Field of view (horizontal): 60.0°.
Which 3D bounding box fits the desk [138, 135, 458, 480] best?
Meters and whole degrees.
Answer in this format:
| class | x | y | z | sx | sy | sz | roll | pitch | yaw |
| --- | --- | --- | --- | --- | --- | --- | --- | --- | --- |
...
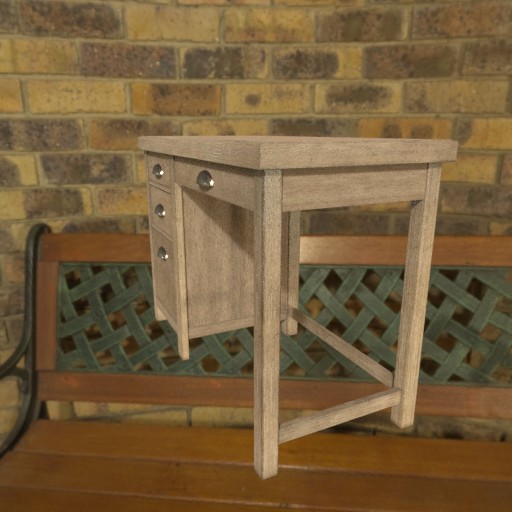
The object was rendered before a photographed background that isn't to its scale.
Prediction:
| class | x | y | z | sx | sy | sz | roll | pitch | yaw |
| --- | --- | --- | --- | --- | --- | --- | --- | --- | --- |
| desk | 0.000 | 0.000 | 1.766 | 0.610 | 0.912 | 1.289 | -7 | 17 | -25 |
